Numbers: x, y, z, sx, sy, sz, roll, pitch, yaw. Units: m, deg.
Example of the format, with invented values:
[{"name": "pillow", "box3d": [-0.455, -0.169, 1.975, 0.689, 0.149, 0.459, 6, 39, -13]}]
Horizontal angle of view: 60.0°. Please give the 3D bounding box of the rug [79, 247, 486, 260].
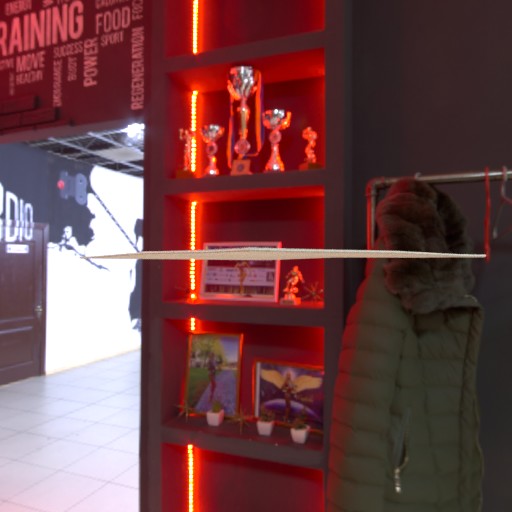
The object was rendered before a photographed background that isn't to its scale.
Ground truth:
[{"name": "rug", "box3d": [0.000, 0.000, 4.244, 2.434, 0.045, 3.202, 1, -1, -36]}]
